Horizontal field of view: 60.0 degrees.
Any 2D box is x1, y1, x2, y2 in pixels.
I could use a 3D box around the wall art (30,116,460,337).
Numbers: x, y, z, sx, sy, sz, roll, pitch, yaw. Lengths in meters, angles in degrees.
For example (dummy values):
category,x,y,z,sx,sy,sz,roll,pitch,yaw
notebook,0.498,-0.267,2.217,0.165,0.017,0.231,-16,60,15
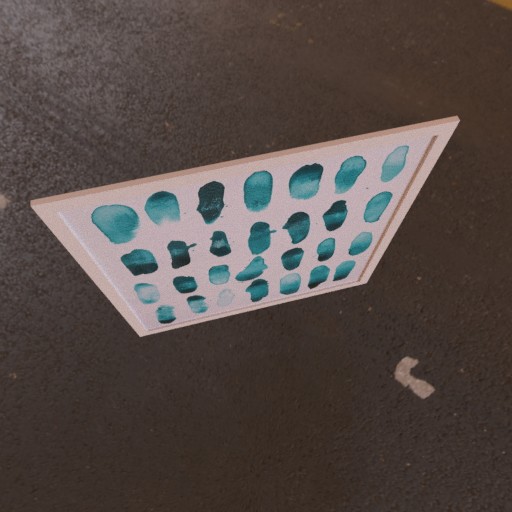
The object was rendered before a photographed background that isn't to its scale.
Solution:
category,x,y,z,sx,sy,sz,roll,pitch,yaw
wall art,0.000,0.000,1.182,0.812,0.813,0.013,-13,64,-6
